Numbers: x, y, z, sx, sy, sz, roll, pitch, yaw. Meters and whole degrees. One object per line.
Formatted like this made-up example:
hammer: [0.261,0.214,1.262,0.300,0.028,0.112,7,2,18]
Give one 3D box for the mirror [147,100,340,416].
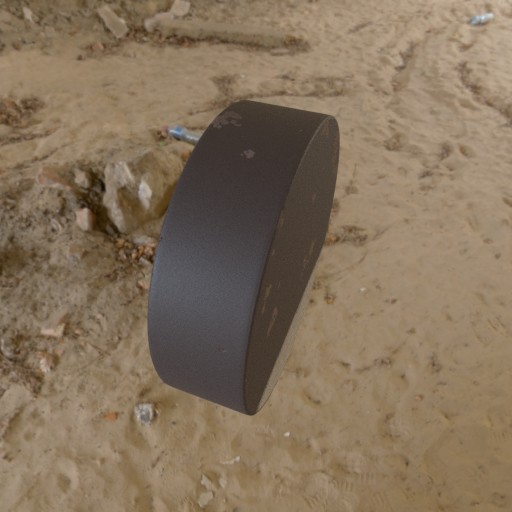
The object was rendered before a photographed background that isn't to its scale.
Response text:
mirror: [0.000,0.000,0.594,0.126,0.386,0.386,15,48,15]
